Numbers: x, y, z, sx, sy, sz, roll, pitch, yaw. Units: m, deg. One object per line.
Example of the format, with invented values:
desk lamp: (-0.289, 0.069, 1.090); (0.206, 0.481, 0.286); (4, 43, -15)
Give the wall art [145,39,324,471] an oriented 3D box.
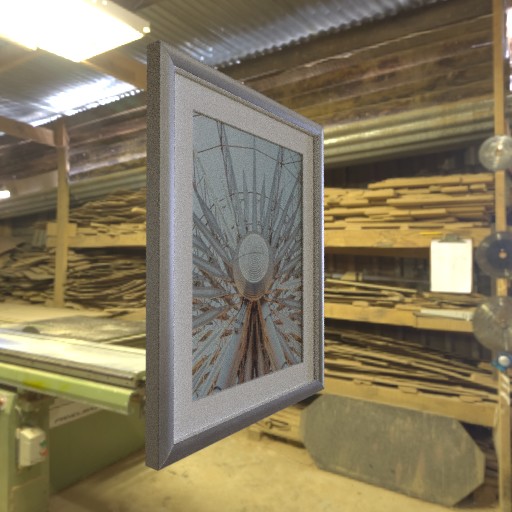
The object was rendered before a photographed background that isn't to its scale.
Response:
wall art: (0.000, 0.000, 0.764); (0.029, 0.558, 0.458); (-1, -1, 36)
